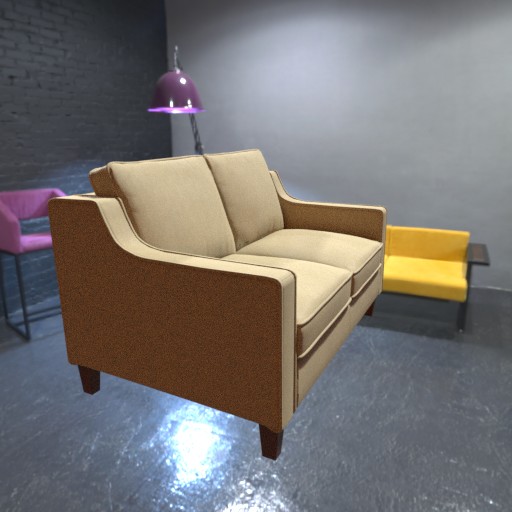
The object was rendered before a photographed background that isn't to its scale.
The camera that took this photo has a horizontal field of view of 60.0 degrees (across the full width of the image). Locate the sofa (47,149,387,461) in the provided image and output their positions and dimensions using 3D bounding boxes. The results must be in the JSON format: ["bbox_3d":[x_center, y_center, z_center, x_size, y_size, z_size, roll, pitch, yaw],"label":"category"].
[{"bbox_3d":[0.000,0.000,2.159,0.987,0.971,1.501,8,17,26],"label":"sofa"}]
